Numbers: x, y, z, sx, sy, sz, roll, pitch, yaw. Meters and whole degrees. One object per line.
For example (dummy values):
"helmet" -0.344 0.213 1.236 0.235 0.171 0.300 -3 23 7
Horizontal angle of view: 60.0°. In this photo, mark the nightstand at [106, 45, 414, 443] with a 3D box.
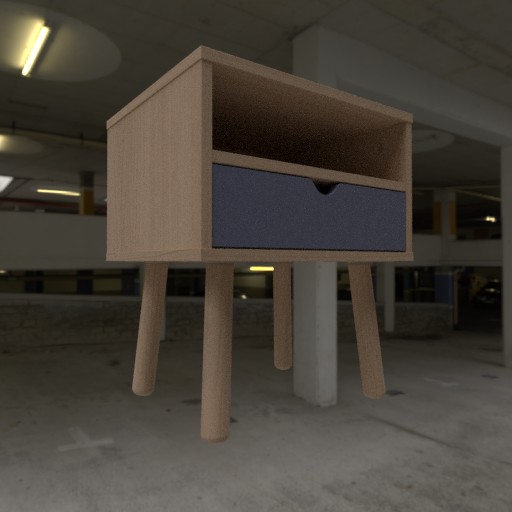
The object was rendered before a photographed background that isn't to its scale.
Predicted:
"nightstand" 0.000 0.000 0.848 0.450 0.530 0.380 1 -1 -36
